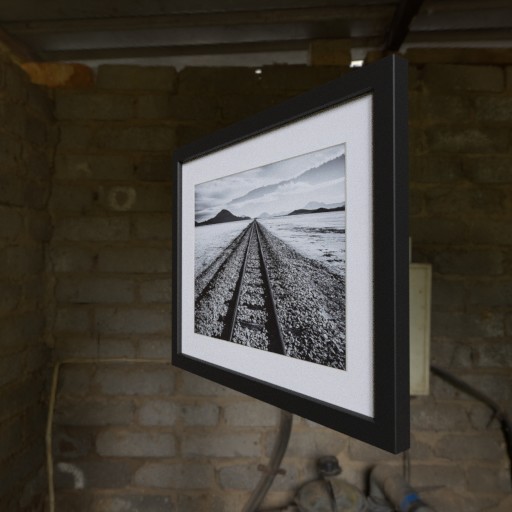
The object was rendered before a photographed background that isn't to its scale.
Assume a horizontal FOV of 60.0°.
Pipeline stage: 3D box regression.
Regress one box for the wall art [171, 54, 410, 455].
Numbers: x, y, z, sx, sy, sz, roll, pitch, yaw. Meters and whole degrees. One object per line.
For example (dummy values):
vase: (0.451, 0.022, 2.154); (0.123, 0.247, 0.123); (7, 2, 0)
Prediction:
wall art: (0.000, 0.000, 0.735); (0.029, 0.458, 0.559); (1, -1, -37)
